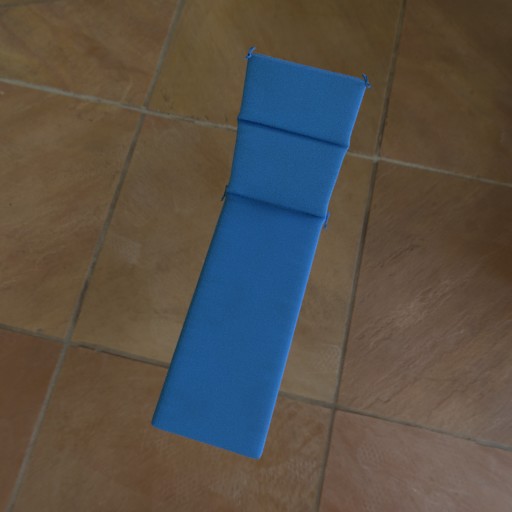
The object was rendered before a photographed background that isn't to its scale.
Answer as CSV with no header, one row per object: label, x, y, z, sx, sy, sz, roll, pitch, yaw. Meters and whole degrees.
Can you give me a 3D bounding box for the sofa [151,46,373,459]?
sofa,0.000,0.000,1.955,0.582,0.622,1.663,16,75,4
